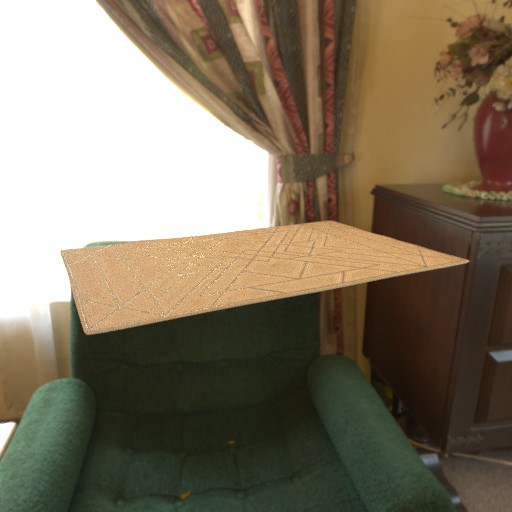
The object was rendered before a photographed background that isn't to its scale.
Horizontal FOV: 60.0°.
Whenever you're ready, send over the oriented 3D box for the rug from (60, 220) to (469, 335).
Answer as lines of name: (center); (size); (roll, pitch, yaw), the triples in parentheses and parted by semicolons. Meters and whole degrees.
rug: (0.000, 0.000, 3.135); (2.459, 0.023, 1.575); (-8, 18, -26)
